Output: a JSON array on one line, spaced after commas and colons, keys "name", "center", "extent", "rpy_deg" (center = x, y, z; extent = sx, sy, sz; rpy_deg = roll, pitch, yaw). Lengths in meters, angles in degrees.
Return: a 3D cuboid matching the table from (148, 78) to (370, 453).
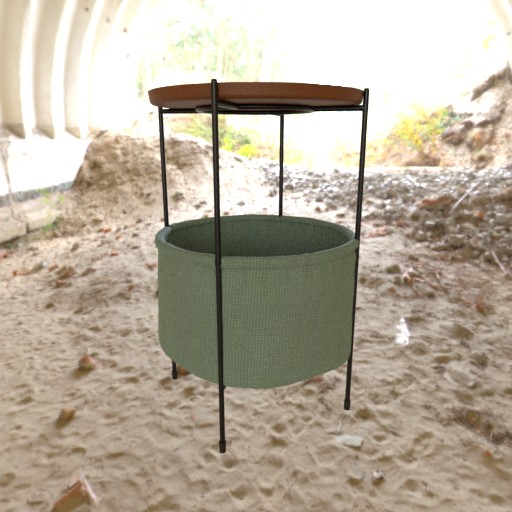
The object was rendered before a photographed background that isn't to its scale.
[{"name": "table", "center": [0.000, 0.000, 0.892], "extent": [0.400, 0.623, 0.400], "rpy_deg": [-8, 17, -26]}]
